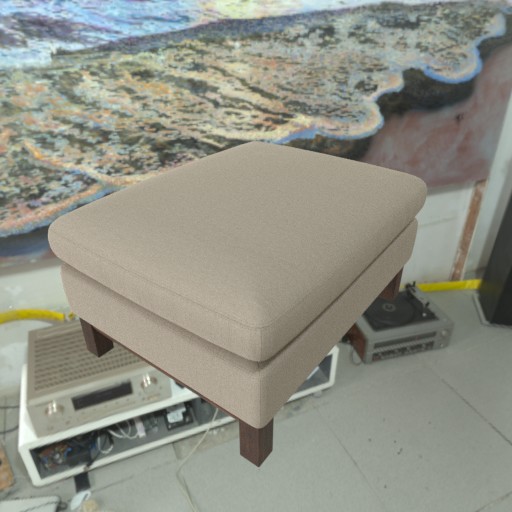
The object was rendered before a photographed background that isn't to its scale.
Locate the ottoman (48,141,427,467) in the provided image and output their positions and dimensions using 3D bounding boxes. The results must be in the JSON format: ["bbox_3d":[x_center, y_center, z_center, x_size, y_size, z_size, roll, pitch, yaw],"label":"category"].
[{"bbox_3d":[0.000,0.000,1.135,0.606,0.420,0.771,21,37,31],"label":"ottoman"}]
